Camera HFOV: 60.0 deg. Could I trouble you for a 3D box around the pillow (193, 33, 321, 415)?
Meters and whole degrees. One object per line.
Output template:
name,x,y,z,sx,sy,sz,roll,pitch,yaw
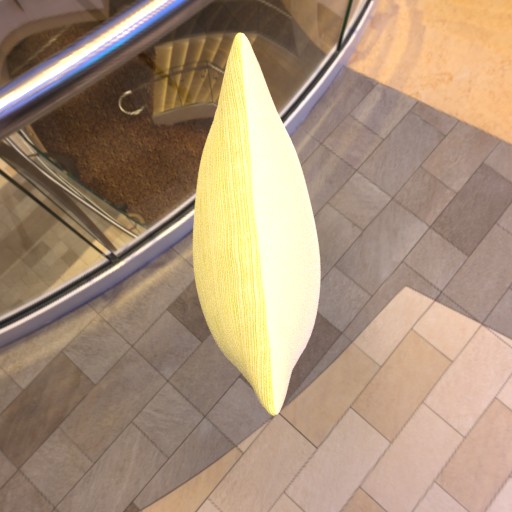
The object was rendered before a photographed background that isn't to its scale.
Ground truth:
pillow,0.000,0.000,0.808,0.229,0.487,0.560,-5,75,-1
